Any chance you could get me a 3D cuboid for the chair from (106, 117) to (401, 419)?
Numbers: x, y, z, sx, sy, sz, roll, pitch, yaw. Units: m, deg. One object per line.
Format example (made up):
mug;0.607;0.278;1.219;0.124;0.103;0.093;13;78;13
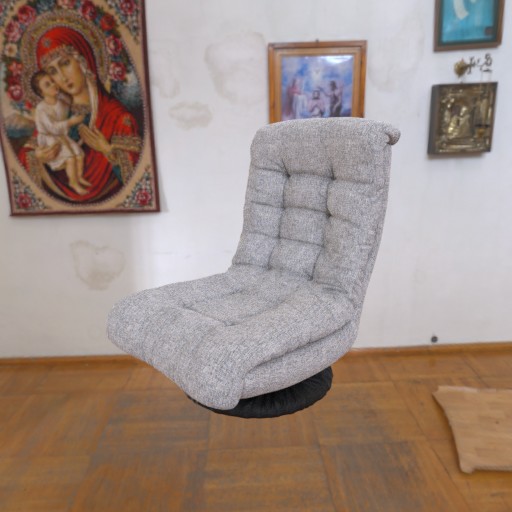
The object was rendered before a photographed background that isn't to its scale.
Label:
chair;0.000;0.000;0.988;0.400;0.600;0.583;14;21;41
